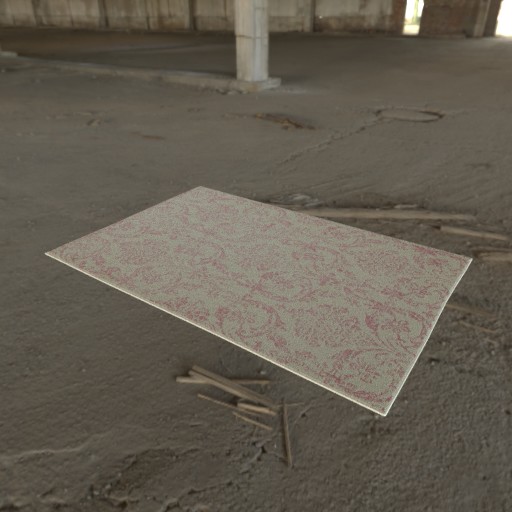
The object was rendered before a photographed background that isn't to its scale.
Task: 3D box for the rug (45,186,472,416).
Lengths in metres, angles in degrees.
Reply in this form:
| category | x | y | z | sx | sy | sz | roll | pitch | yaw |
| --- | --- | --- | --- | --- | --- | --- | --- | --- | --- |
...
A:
| category | x | y | z | sx | sy | sz | roll | pitch | yaw |
| --- | --- | --- | --- | --- | --- | --- | --- | --- | --- |
| rug | 0.000 | 0.000 | 3.407 | 2.746 | 0.018 | 1.819 | 19 | 34 | 30 |
